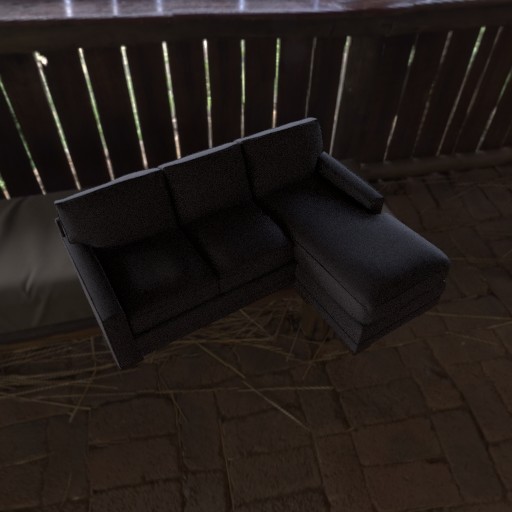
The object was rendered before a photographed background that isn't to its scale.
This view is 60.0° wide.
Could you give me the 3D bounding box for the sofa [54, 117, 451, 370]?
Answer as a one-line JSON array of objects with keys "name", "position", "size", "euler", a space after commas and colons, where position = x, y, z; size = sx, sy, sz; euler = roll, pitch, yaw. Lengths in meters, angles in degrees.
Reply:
[{"name": "sofa", "position": [0.000, 0.000, 3.303], "size": [2.370, 0.973, 1.790], "euler": [-24, 50, -22]}]
